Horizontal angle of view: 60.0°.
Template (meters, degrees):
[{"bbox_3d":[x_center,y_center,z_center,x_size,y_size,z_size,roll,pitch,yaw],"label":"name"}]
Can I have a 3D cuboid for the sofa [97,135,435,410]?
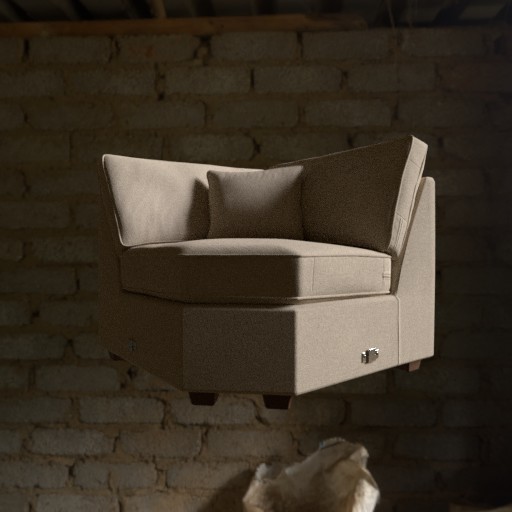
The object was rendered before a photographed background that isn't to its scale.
[{"bbox_3d":[0.000,0.000,1.861,1.050,0.937,1.042,-1,1,-37],"label":"sofa"}]
